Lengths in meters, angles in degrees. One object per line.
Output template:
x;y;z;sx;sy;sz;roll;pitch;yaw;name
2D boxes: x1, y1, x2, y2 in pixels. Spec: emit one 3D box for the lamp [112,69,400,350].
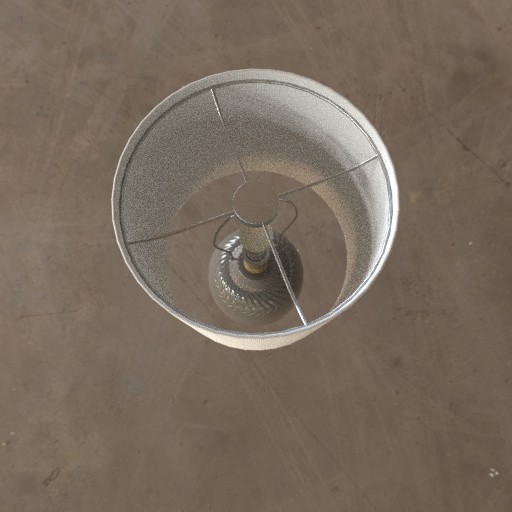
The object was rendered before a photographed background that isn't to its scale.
0.000;0.000;0.494;0.207;0.366;0.207;-20;77;-5;lamp
